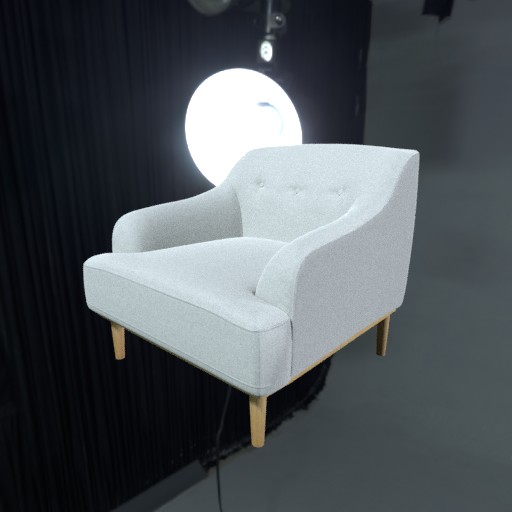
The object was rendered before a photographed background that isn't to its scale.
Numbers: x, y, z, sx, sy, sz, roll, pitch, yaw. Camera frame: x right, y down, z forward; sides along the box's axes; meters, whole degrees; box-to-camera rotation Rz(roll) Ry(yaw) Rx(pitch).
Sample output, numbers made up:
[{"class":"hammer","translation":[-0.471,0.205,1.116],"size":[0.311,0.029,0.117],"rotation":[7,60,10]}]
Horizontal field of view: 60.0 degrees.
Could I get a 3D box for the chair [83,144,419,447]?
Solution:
[{"class":"chair","translation":[0.000,0.000,1.670],"size":[0.946,0.818,0.951],"rotation":[13,19,42]}]
